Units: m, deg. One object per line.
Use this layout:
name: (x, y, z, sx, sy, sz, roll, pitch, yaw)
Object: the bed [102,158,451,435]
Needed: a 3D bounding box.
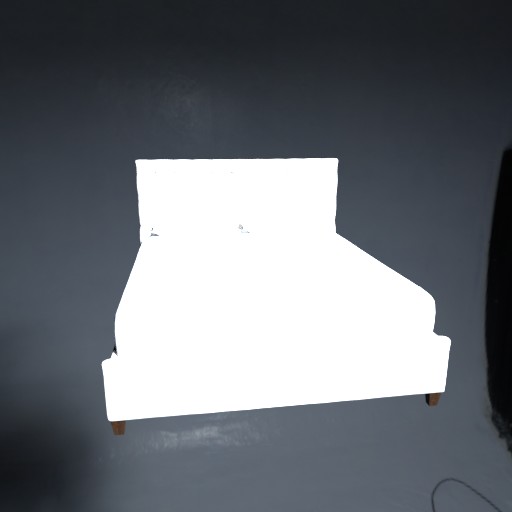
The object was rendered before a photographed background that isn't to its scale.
bed: (0.000, 0.000, 3.603, 2.078, 1.427, 2.387, -2, 15, -8)
